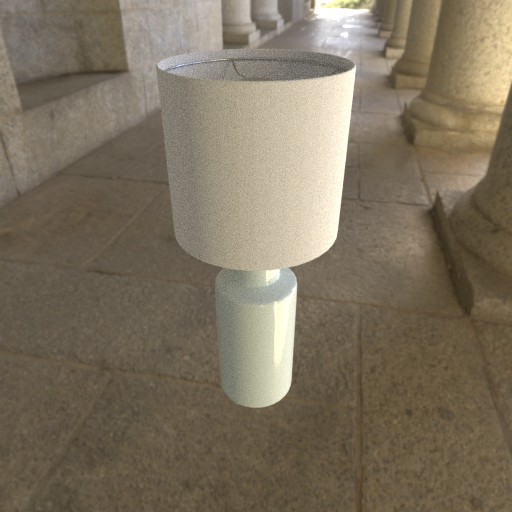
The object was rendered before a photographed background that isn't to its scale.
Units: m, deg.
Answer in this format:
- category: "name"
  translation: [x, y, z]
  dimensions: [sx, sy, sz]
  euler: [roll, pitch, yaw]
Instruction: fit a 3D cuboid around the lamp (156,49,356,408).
- category: "lamp"
  translation: [0.000, 0.000, 0.608]
  dimensions: [0.212, 0.493, 0.212]
  euler: [-10, 33, -15]
